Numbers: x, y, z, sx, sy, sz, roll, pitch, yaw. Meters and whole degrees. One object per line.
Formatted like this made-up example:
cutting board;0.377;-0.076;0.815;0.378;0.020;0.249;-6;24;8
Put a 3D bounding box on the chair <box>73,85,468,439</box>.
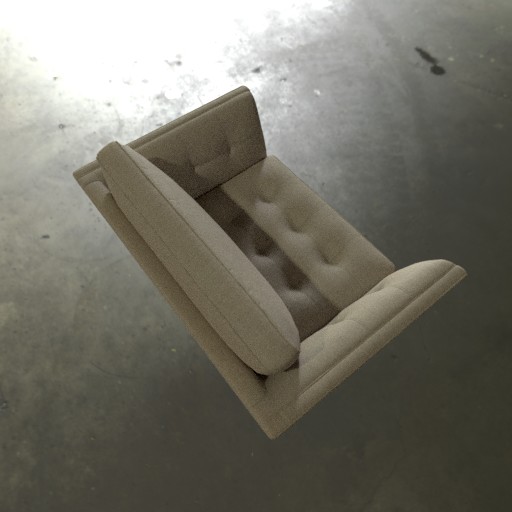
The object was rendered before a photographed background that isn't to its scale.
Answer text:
chair;0.000;0.000;2.052;0.965;0.940;1.397;-34;64;-19
